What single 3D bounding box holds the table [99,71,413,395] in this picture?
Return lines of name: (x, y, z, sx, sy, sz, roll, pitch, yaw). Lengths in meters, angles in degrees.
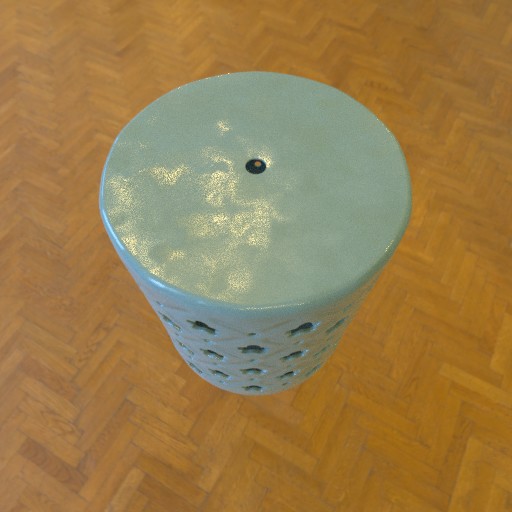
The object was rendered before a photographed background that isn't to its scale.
table: (0.000, 0.000, 0.658, 0.352, 0.387, 0.352, 0, 59, 0)
